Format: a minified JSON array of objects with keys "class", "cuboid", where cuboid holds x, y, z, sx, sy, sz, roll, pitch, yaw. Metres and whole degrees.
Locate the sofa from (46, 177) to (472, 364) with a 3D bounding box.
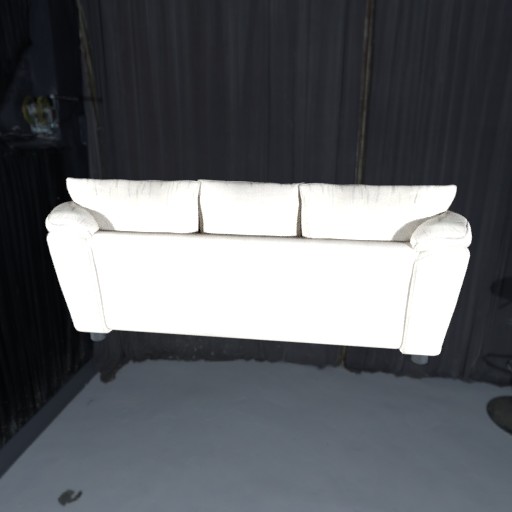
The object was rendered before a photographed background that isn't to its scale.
[{"class":"sofa","cuboid":[0.000,0.000,2.762,2.334,0.996,0.878,2,17,8]}]
